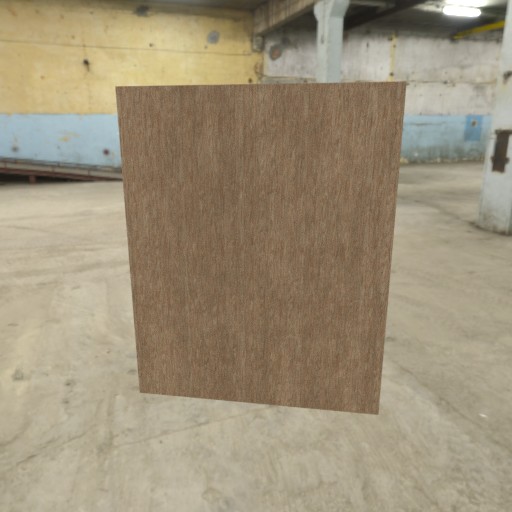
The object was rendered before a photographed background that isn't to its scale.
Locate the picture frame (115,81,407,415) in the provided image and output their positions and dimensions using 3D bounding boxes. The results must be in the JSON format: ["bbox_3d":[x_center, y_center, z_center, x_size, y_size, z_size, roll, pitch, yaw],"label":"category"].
[{"bbox_3d":[0.000,0.000,0.729,0.424,0.526,0.043,2,16,9],"label":"picture frame"}]
